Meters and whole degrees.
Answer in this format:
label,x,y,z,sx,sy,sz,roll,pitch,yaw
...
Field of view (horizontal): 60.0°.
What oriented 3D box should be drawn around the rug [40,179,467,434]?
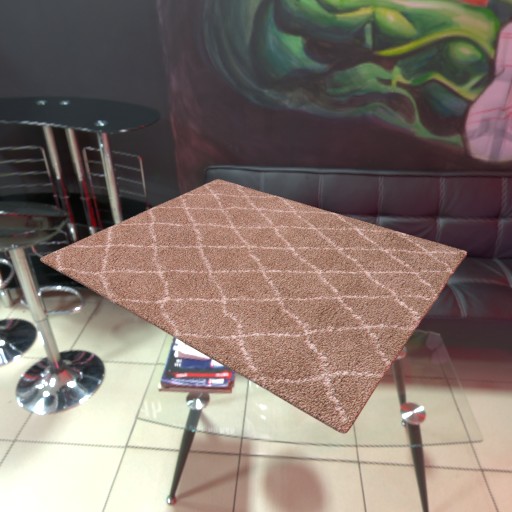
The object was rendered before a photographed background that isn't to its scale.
label,x,y,z,sx,sy,sz,roll,pitch,yaw
rug,0.000,0.000,4.027,3.047,0.029,2.438,21,37,31
